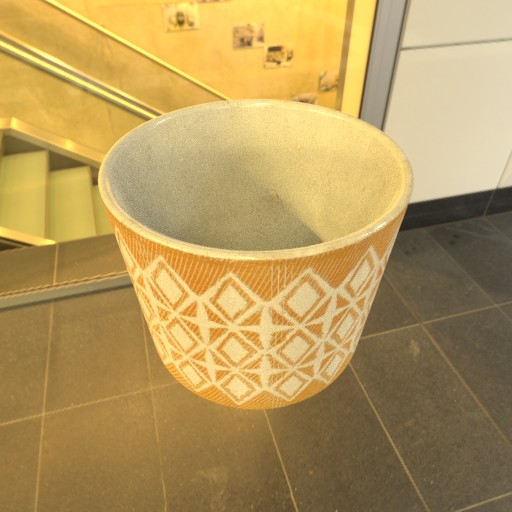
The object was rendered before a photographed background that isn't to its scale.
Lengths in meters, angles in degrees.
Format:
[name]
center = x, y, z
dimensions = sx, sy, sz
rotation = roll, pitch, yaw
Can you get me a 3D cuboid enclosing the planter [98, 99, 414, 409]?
[planter]
center = 0.000, 0.000, 0.333
dimensions = 0.193, 0.165, 0.193
rotation = 0, 41, 0
